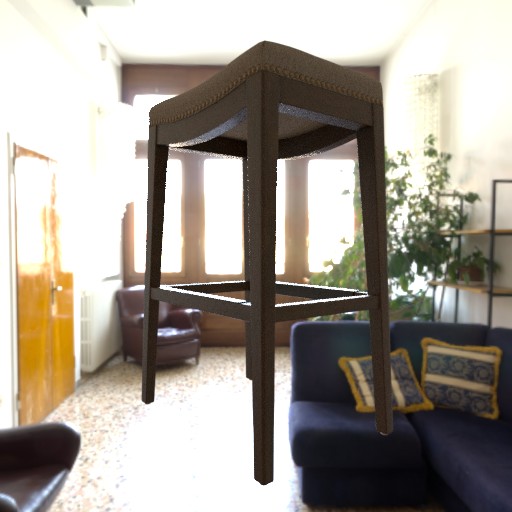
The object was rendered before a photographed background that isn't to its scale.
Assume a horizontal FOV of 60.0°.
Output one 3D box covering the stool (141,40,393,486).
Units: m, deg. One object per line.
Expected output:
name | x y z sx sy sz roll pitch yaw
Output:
stool | 0.000 0.000 1.036 0.356 0.762 0.508 -1 2 -37
